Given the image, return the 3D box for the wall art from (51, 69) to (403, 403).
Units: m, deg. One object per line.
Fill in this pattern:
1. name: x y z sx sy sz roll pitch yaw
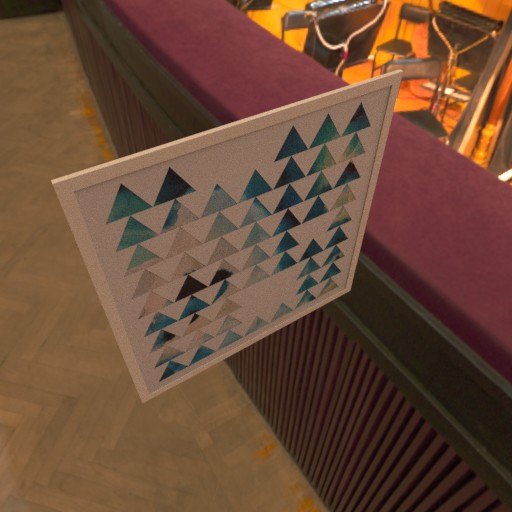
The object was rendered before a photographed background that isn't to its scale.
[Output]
1. wall art: 0.000 0.000 1.183 0.809 0.809 0.012 -25 51 -22
